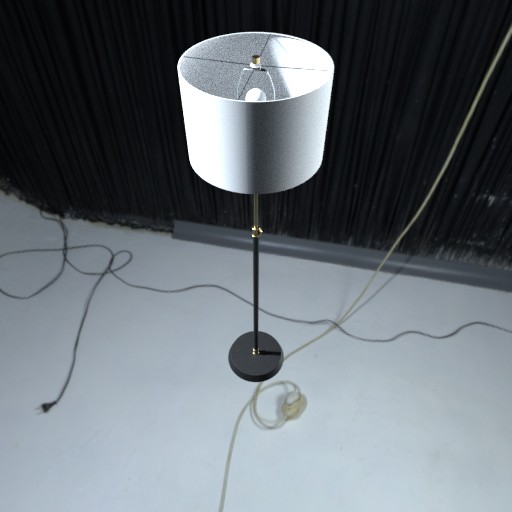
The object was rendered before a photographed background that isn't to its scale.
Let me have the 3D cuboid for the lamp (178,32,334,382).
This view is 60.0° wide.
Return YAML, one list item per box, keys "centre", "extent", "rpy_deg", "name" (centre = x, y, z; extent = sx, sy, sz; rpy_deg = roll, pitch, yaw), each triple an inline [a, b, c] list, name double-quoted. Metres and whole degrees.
- centre: [0.000, 0.000, 1.699]
  extent: [0.404, 1.517, 0.404]
  rpy_deg: [9, 48, 8]
  name: "lamp"
